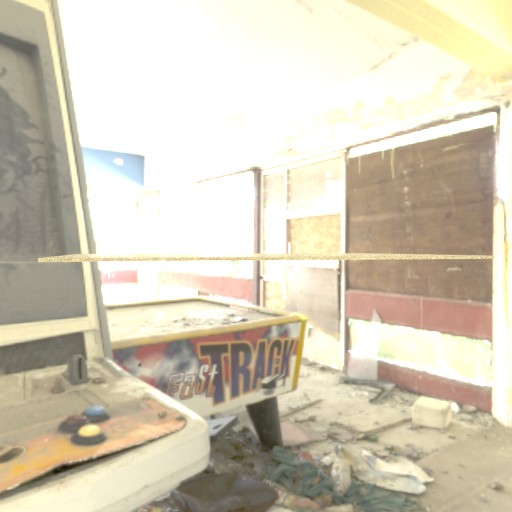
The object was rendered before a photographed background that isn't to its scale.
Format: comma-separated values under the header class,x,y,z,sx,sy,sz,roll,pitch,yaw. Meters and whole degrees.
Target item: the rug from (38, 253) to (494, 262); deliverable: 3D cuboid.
class,x,y,z,sx,sy,sz,roll,pitch,yaw
rug,0.000,0.000,2.841,2.297,0.018,1.532,0,1,-17
